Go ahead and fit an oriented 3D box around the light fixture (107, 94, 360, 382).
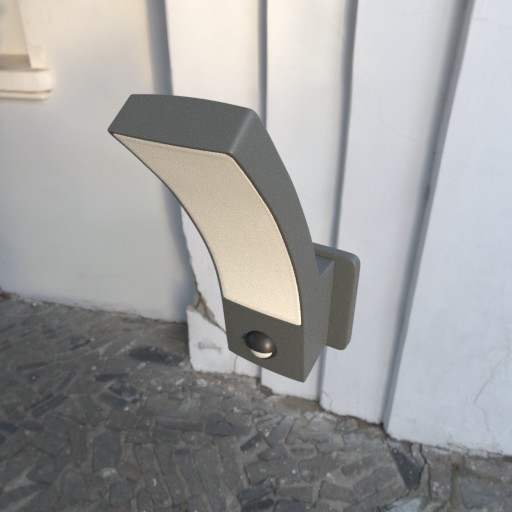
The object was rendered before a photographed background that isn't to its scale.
[{"bbox_3d":[0.000,0.000,0.329,0.108,0.243,0.174,17,33,28],"label":"light fixture"}]
